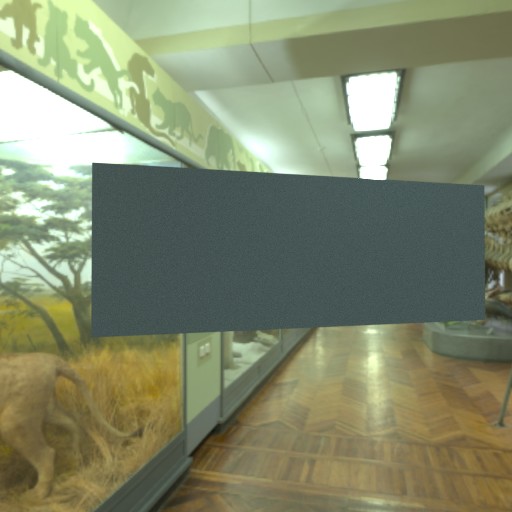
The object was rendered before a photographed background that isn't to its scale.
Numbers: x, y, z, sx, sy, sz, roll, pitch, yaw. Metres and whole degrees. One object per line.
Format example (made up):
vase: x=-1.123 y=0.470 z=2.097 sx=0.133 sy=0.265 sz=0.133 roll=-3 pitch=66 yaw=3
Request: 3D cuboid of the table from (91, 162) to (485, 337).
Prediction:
table: x=0.000 y=0.000 z=1.234 sx=0.801 sy=0.299 sz=0.801 roll=0 pitch=-1 yaw=-16
